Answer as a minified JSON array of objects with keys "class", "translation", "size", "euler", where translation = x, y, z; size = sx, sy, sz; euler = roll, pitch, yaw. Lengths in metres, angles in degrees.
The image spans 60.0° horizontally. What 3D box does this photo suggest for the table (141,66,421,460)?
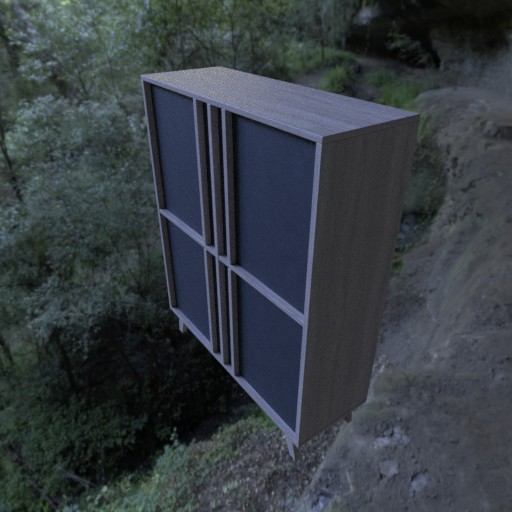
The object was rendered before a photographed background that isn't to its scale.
[{"class":"table","translation":[0.000,0.000,1.952],"size":[0.398,1.388,1.111],"euler":[-21,37,-30]}]
